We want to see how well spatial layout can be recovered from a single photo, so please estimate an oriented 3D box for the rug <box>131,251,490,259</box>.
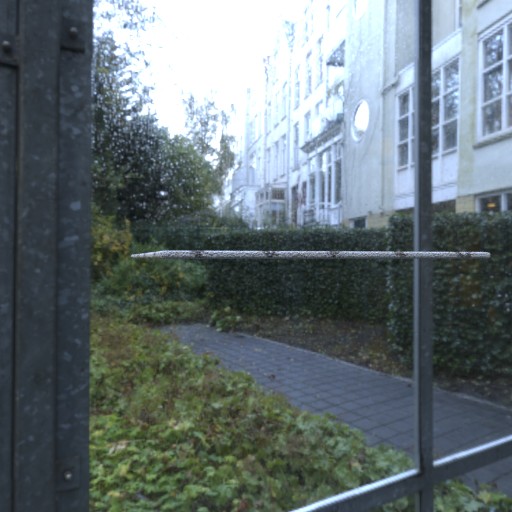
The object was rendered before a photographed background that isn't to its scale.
[{"bbox_3d":[0.000,0.000,2.988,1.524,0.030,2.438,0,0,-18],"label":"rug"}]
